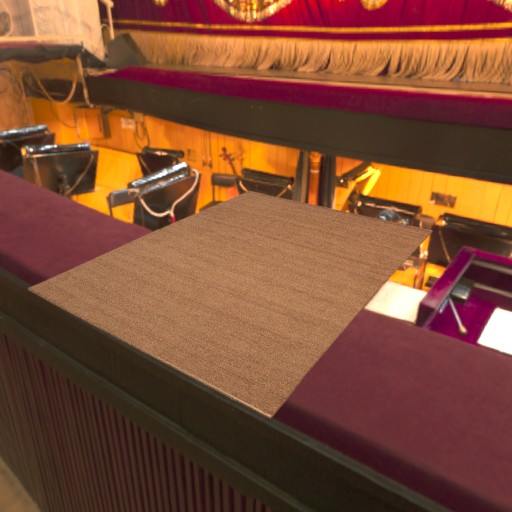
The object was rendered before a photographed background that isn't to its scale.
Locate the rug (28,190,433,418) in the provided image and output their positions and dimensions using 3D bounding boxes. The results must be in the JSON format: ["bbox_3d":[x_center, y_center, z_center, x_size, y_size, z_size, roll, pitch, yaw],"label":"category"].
[{"bbox_3d":[0.000,0.000,5.002,2.873,0.053,3.778,17,31,31],"label":"rug"}]
